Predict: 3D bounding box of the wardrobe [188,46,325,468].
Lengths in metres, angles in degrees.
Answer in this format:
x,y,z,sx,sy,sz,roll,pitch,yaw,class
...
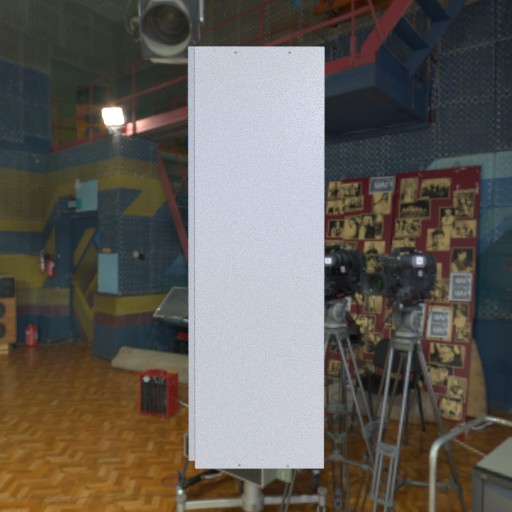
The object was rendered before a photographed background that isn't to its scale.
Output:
x,y,z,sx,sy,sz,roll,pitch,yaw,class
0.000,0.000,2.943,0.629,1.960,1.780,0,1,0,wardrobe
